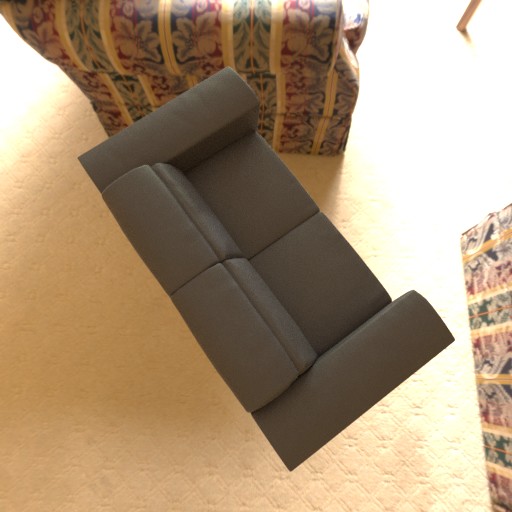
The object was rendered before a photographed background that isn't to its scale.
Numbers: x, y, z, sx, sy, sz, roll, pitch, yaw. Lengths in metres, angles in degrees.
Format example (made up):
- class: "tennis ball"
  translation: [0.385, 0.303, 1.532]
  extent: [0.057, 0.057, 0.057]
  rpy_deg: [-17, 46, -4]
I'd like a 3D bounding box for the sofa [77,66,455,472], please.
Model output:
- class: "sofa"
  translation: [0.000, 0.000, 2.425]
  extent: [1.003, 0.779, 1.895]
  rpy_deg: [-35, 77, -9]
